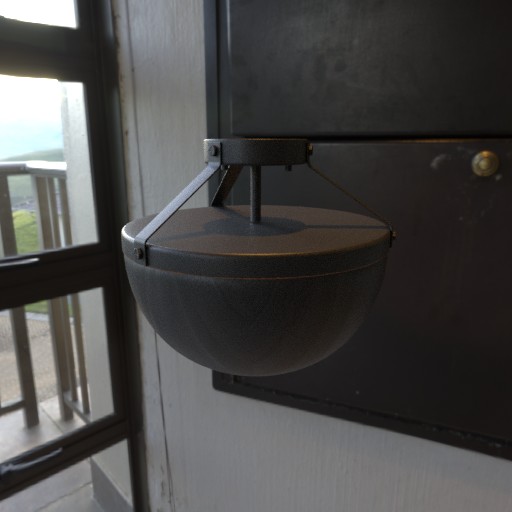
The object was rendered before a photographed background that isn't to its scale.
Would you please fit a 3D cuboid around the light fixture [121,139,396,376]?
[{"bbox_3d":[0.000,0.000,0.529,0.304,0.269,0.304,0,14,0],"label":"light fixture"}]
